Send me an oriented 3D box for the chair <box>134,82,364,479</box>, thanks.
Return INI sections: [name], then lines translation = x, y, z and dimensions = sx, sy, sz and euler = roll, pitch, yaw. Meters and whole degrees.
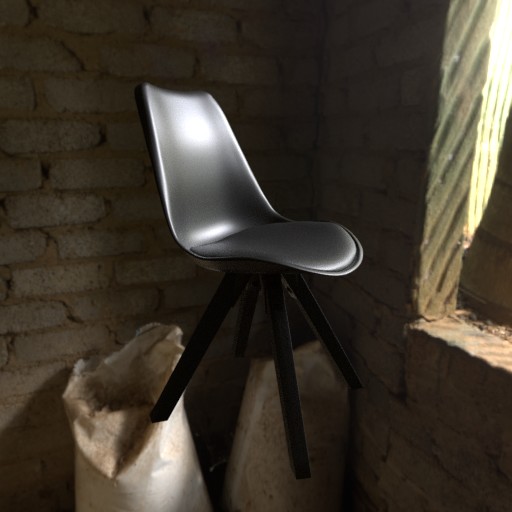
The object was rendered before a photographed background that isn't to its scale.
[chair]
translation = 0.000, 0.000, 1.151
dimensions = 0.530, 0.850, 0.485
euler = 8, 17, 28
